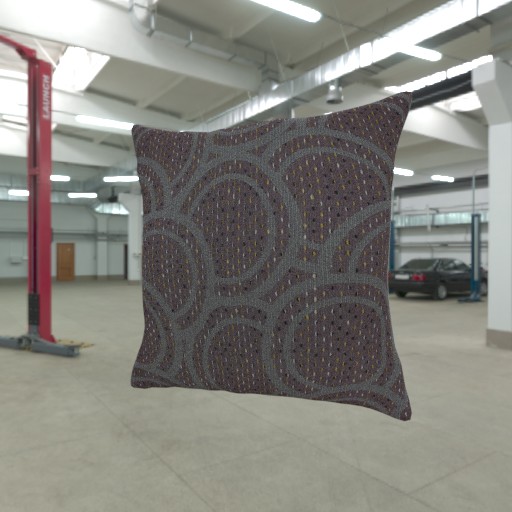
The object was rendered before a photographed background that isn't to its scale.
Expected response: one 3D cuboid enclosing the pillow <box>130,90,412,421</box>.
[{"bbox_3d":[0.000,0.000,0.774,0.514,0.513,0.163,0,0,20],"label":"pillow"}]
